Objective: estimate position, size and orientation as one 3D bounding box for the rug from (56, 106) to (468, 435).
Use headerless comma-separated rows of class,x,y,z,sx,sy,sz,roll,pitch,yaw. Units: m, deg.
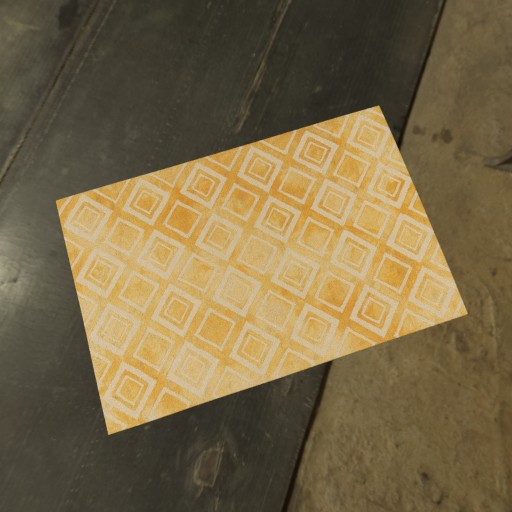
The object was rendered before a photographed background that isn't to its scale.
rug,0.000,0.000,2.261,1.829,0.010,1.213,-17,77,-4
